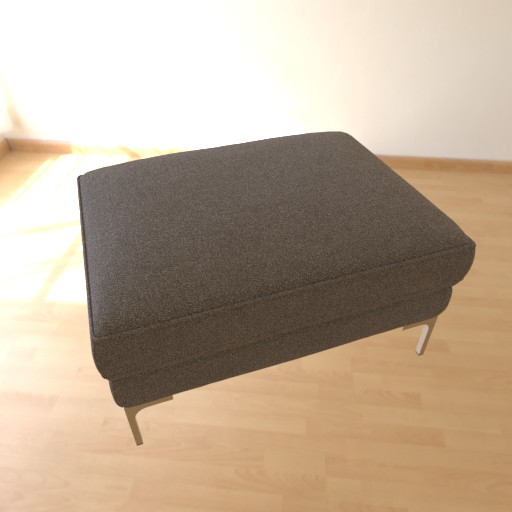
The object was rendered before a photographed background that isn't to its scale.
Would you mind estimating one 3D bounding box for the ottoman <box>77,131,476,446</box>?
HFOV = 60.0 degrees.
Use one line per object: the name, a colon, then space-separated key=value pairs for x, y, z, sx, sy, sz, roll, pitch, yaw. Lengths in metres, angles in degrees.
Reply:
ottoman: x=0.000 y=0.000 z=1.120 sx=0.785 sy=0.464 sz=0.583 roll=-13 pitch=42 yaw=-15
